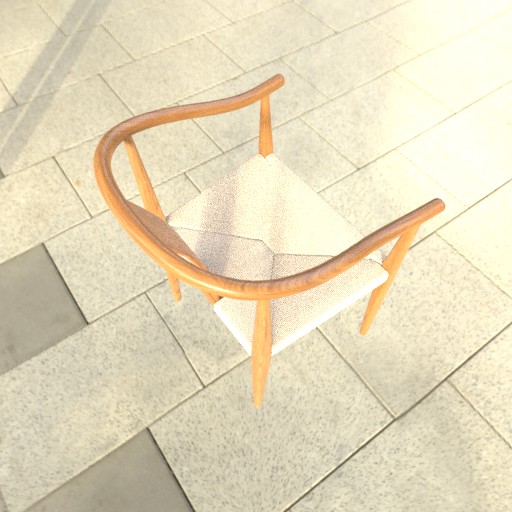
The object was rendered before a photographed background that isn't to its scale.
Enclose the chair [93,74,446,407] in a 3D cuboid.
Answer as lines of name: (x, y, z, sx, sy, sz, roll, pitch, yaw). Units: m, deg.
chair: (0.000, 0.000, 1.164, 0.579, 0.800, 0.556, -33, 63, -19)
